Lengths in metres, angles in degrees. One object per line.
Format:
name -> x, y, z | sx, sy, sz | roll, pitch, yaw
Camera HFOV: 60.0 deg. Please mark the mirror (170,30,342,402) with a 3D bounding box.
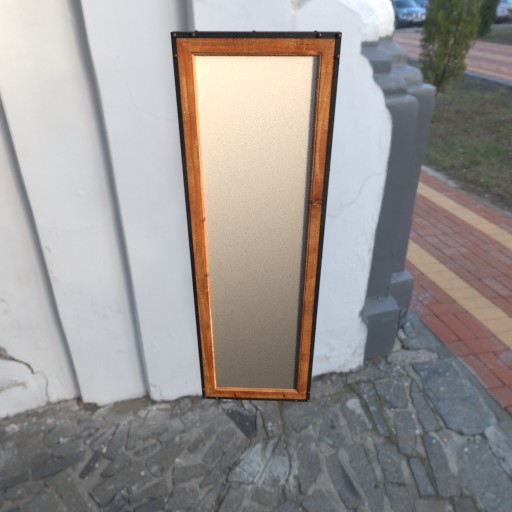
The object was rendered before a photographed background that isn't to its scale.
mirror -> 0.000, 0.000, 1.188 | 0.354, 1.080, 0.042 | 1, 31, 2
